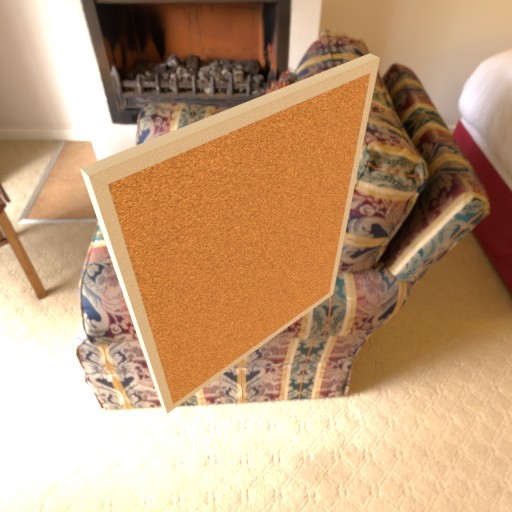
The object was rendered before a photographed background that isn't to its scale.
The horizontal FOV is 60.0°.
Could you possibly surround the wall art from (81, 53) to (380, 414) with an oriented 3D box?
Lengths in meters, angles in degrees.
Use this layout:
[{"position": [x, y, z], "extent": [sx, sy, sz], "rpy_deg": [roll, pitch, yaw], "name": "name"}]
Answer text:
[{"position": [0.000, 0.000, 0.732], "extent": [0.444, 0.536, 0.020], "rpy_deg": [-31, 54, -26], "name": "wall art"}]
